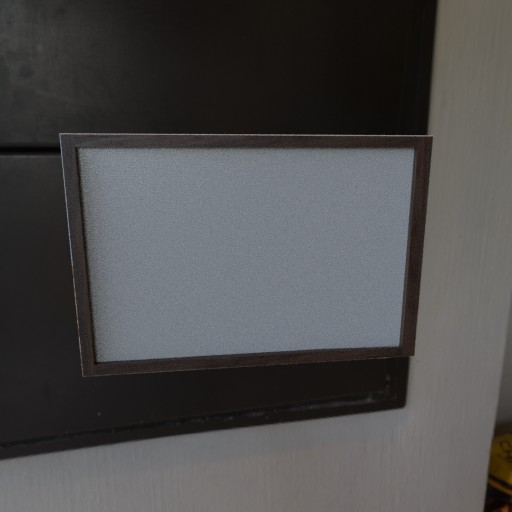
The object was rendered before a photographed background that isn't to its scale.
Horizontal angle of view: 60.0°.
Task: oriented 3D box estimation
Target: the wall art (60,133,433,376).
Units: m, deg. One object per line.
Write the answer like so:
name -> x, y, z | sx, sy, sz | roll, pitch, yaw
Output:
wall art -> 0.000, 0.000, 1.928 | 1.520, 1.016, 0.051 | -2, 13, -7
